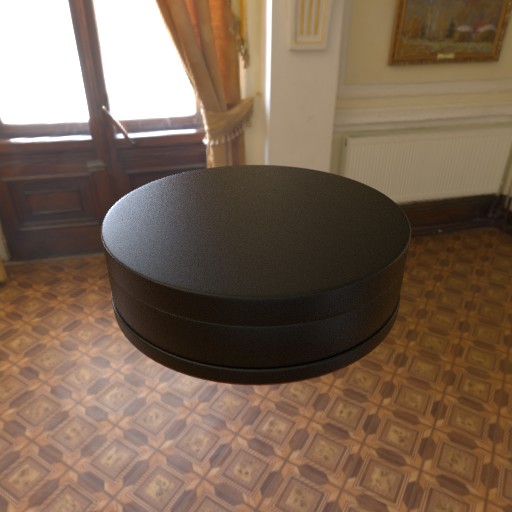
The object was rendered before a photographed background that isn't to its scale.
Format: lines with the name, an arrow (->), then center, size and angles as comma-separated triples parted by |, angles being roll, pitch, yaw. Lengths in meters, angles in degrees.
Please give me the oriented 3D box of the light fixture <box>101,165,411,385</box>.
light fixture -> 0.000, 0.000, 0.441 | 0.283, 0.097, 0.283 | 0, 30, 0
